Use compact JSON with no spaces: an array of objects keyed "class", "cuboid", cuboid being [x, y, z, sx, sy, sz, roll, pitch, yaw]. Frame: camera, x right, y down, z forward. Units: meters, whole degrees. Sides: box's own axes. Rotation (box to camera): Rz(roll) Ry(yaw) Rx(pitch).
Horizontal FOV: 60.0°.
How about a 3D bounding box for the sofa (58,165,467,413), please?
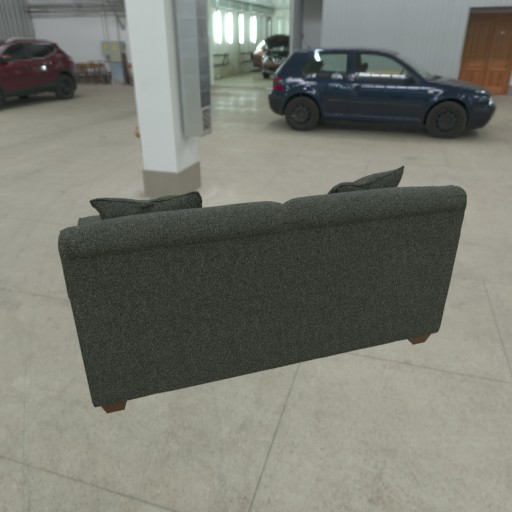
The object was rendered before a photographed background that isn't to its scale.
[{"class":"sofa","cuboid":[0.000,0.000,2.450,1.846,0.958,0.998,-8,27,-16]}]
